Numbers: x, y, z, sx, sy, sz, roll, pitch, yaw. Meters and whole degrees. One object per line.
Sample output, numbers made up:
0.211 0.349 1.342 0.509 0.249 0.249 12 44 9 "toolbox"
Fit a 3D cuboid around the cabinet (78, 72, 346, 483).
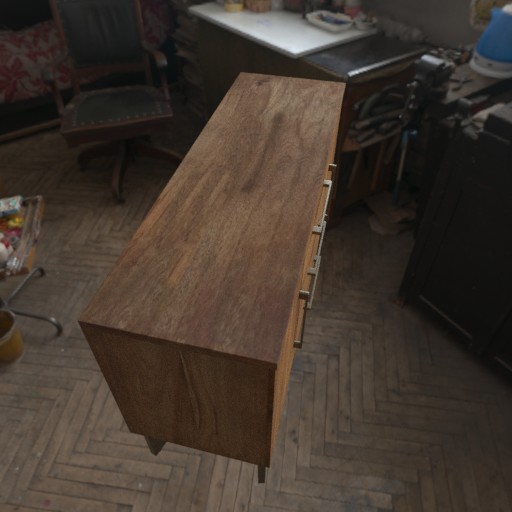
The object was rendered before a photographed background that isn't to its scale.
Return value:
0.000 0.000 1.703 0.480 0.812 1.373 10 46 10 "cabinet"
